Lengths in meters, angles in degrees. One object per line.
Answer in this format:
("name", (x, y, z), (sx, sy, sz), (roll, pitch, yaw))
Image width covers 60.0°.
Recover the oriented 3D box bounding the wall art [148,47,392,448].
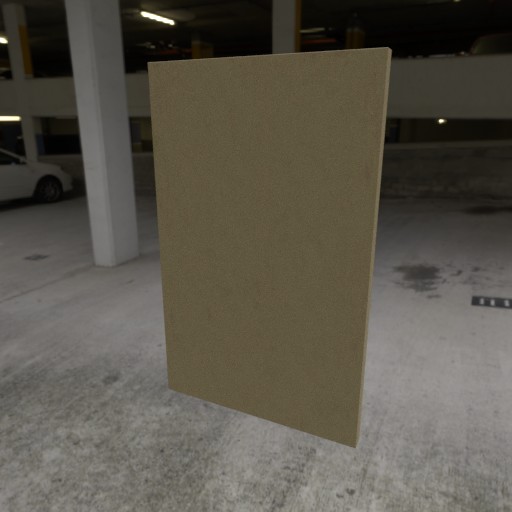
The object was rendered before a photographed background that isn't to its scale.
("wall art", (0.000, 0.000, 0.981), (0.510, 0.810, 0.039), (8, 19, 25))
